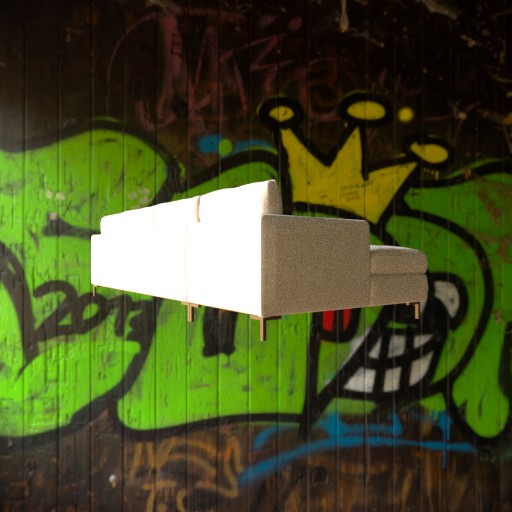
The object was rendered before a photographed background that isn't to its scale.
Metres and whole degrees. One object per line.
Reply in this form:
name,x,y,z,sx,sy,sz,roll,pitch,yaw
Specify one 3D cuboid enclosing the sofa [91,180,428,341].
sofa,0.000,0.000,3.597,1.879,0.756,2.737,0,0,-36
